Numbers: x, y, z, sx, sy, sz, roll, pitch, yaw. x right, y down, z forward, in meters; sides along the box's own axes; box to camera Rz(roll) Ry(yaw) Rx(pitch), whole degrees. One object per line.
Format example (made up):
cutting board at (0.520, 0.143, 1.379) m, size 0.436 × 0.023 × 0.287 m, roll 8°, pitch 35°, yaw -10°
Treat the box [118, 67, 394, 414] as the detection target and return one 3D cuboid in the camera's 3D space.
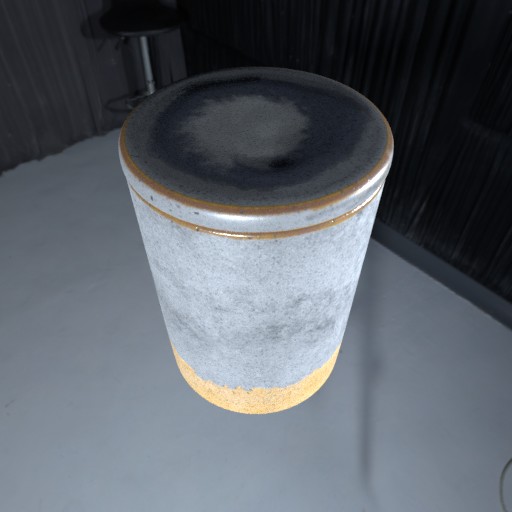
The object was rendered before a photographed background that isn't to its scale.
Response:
box at (0.000, 0.000, 0.251) m, size 0.118 × 0.168 × 0.118 m, roll 0°, pitch 47°, yaw 0°
